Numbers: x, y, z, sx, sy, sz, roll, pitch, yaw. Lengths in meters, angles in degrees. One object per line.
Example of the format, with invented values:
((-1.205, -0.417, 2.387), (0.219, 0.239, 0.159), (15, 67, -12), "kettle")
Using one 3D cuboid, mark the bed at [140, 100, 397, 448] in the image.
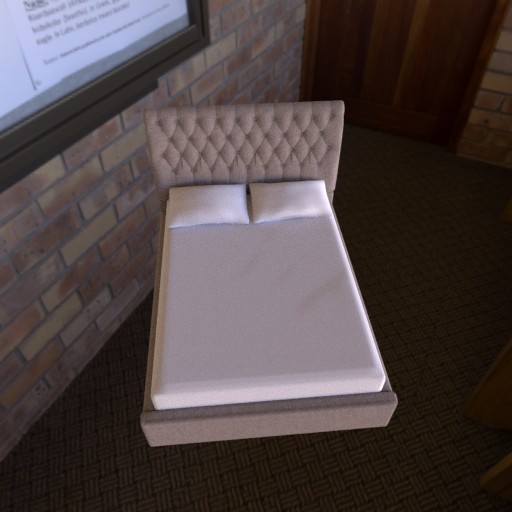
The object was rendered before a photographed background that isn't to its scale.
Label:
((0.000, 0.000, 3.367), (1.645, 1.371, 2.252), (-4, 46, -3), "bed")
